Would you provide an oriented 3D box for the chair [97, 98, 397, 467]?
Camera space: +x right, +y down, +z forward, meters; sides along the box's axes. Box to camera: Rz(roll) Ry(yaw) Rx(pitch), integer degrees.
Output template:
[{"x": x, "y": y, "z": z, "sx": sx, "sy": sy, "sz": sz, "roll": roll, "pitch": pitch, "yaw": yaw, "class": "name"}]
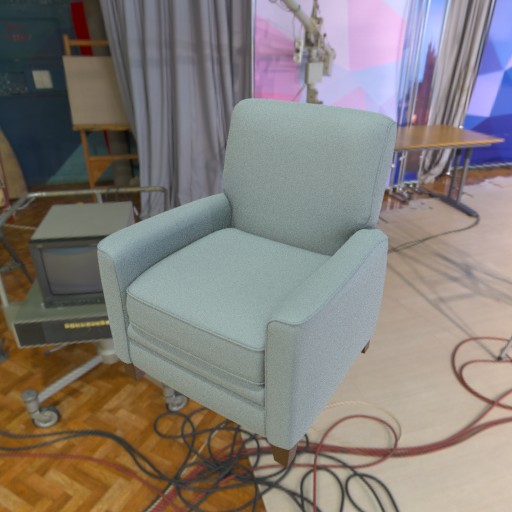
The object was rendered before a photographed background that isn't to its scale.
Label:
[{"x": 0.000, "y": 0.000, "z": 1.669, "sx": 0.853, "sy": 1.007, "sz": 0.846, "roll": 18, "pitch": 33, "yaw": 29, "class": "chair"}]
